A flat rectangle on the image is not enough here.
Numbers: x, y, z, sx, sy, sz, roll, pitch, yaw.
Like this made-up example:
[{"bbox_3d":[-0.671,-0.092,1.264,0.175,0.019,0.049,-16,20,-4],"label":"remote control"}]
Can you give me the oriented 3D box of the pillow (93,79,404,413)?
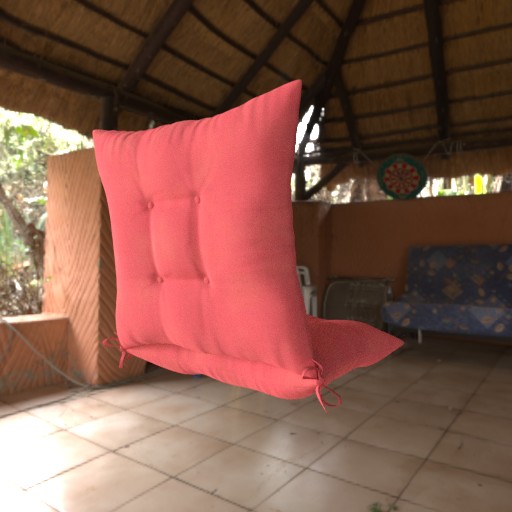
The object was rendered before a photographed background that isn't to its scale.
[{"bbox_3d":[0.000,0.000,1.004,0.541,0.536,0.585,0,0,35],"label":"pillow"}]
